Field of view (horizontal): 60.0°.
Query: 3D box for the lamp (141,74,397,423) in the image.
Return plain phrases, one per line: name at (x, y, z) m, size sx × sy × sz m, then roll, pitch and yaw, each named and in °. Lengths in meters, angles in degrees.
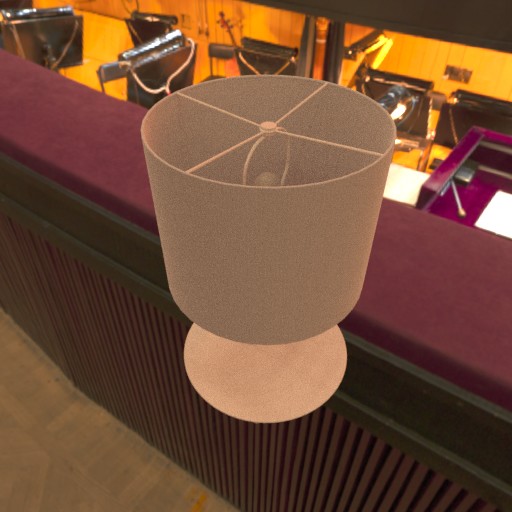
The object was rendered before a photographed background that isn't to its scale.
lamp at (0.000, 0.000, 0.687) m, size 0.341 × 0.454 × 0.299 m, roll 25°, pitch 47°, yaw 26°
